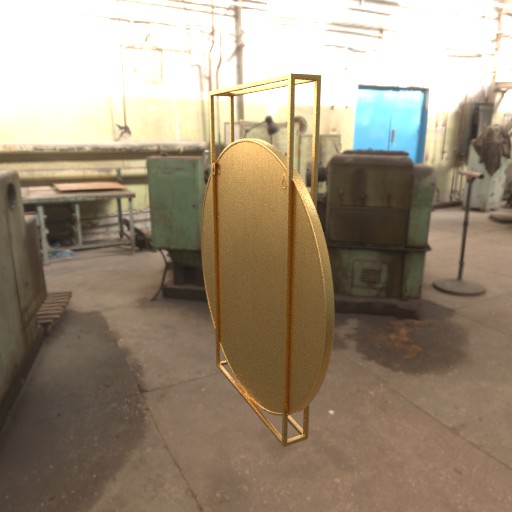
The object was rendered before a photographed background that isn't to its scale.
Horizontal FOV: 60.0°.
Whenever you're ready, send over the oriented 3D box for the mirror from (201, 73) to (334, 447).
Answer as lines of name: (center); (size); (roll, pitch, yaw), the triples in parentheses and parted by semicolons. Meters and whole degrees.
mirror: (0.000, 0.000, 0.833); (0.051, 0.603, 0.508); (-8, 17, -26)
